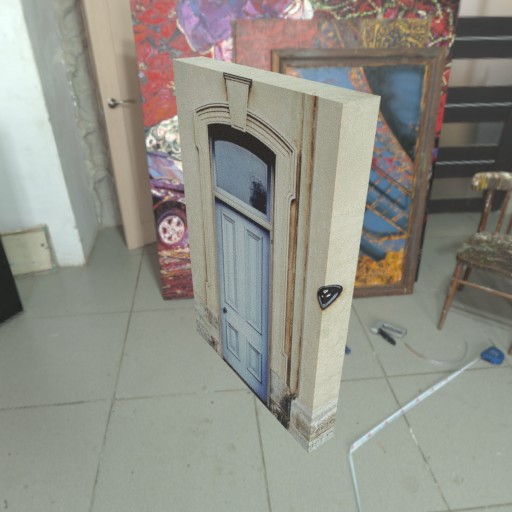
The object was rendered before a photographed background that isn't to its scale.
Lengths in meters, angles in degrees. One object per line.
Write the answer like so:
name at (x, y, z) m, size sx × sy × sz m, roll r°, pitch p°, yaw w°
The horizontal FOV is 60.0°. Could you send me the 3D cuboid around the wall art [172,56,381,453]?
wall art at (0.000, 0.000, 0.495) m, size 0.038 × 0.381 × 0.254 m, roll -21°, pitch 37°, yaw -30°
